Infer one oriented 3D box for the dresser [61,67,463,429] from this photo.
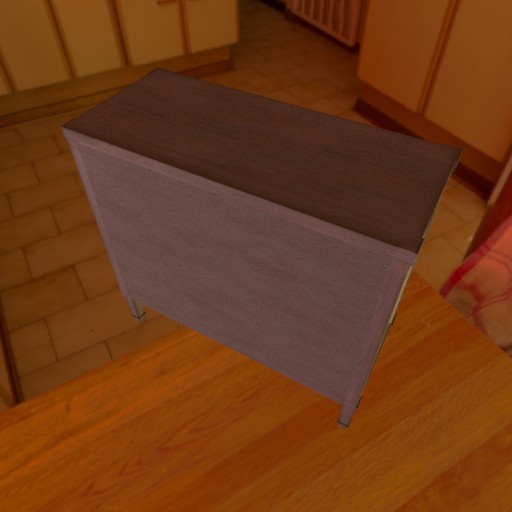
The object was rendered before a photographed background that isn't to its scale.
[{"bbox_3d":[0.000,0.000,1.614,1.049,0.986,0.463,22,51,20],"label":"dresser"}]
